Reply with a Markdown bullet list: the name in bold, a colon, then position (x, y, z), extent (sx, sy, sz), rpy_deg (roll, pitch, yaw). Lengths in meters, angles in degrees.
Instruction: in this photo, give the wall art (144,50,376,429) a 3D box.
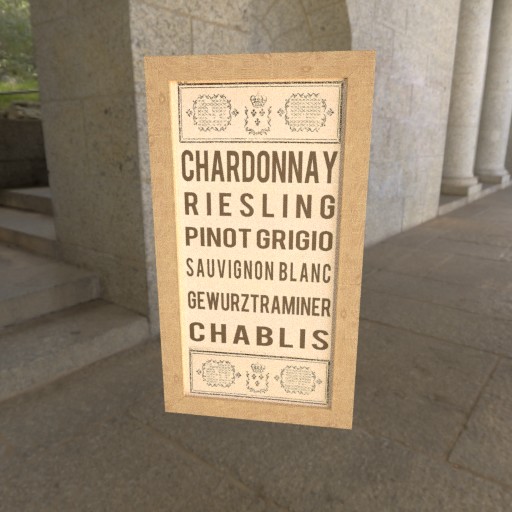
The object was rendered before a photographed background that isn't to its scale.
- **wall art**: position (0.000, 0.000, 0.812), extent (0.381, 0.683, 0.013), rpy_deg (2, 15, 8)
